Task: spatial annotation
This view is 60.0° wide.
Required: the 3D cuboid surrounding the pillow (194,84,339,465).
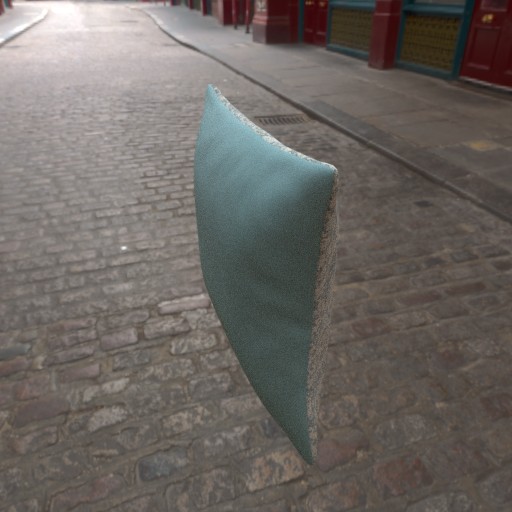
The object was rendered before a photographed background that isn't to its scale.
[{"bbox_3d":[0.000,0.000,0.803,0.166,0.507,0.526,-10,32,-17],"label":"pillow"}]
